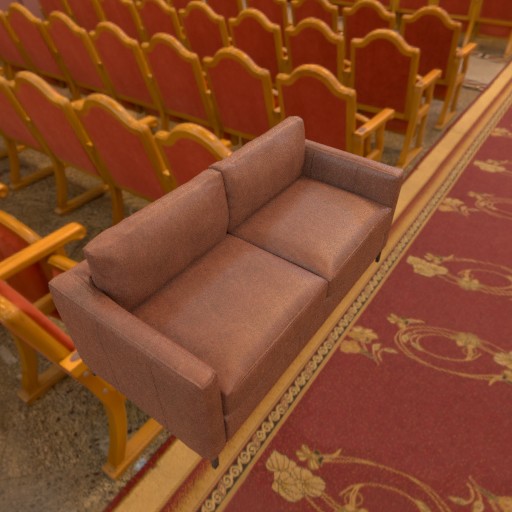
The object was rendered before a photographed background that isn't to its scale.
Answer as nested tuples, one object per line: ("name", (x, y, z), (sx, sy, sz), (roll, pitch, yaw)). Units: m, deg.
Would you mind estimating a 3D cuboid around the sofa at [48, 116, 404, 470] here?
("sofa", (0.000, 0.000, 2.329), (0.899, 0.883, 1.797), (25, 47, 26))
